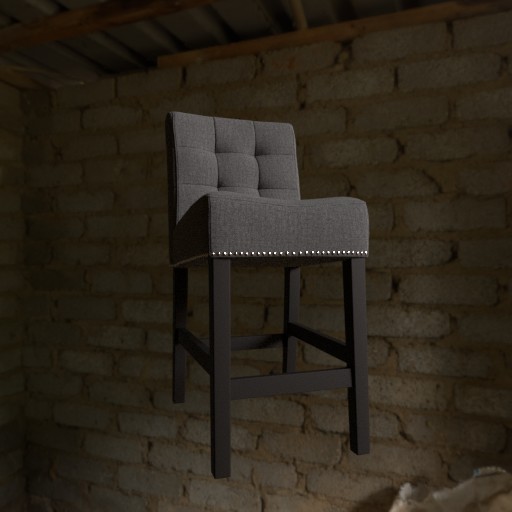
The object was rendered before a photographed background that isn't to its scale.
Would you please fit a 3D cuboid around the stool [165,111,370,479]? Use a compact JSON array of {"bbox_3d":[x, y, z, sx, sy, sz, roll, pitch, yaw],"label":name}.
[{"bbox_3d":[0.000,0.000,1.201,0.427,0.885,0.571,0,0,-19],"label":"stool"}]
